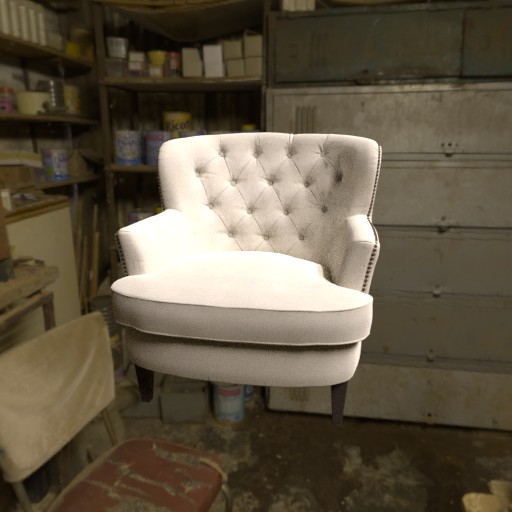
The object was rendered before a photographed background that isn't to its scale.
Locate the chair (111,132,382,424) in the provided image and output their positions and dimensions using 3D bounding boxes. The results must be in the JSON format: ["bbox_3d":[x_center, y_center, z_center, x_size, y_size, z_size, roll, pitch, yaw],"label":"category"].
[{"bbox_3d":[0.000,0.000,1.588,0.848,0.868,0.906,3,15,10],"label":"chair"}]
